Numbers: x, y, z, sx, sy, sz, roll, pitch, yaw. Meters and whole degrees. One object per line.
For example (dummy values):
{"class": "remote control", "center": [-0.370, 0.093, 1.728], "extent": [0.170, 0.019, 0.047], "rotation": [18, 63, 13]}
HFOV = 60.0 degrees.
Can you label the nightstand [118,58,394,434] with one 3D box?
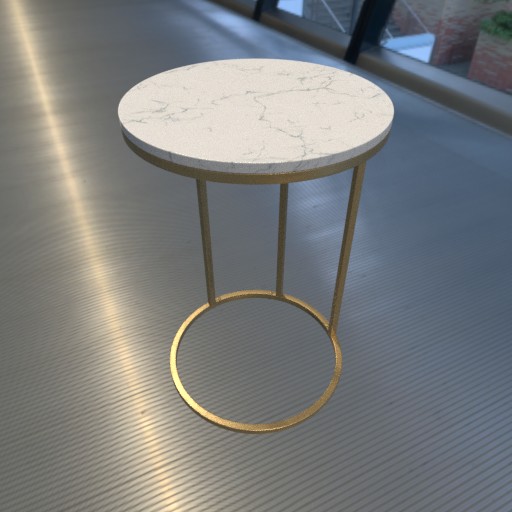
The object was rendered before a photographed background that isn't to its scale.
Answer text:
{"class": "nightstand", "center": [0.000, 0.000, 0.855], "extent": [0.400, 0.610, 0.400], "rotation": [12, 41, 14]}
